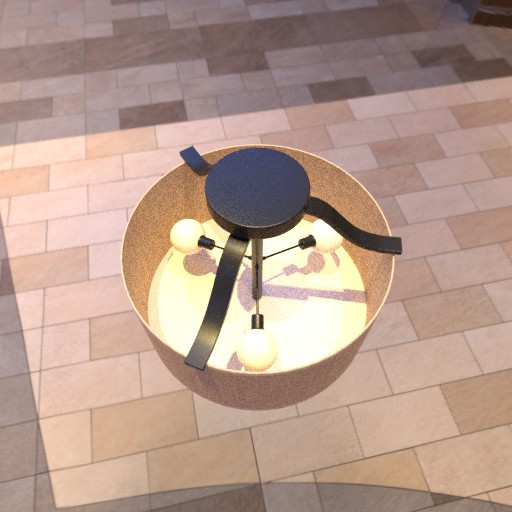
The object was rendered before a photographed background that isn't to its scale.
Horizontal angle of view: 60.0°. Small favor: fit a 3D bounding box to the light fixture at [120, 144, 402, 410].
[{"bbox_3d":[0.000,0.000,0.653,0.390,0.306,0.390,0,58,0],"label":"light fixture"}]
